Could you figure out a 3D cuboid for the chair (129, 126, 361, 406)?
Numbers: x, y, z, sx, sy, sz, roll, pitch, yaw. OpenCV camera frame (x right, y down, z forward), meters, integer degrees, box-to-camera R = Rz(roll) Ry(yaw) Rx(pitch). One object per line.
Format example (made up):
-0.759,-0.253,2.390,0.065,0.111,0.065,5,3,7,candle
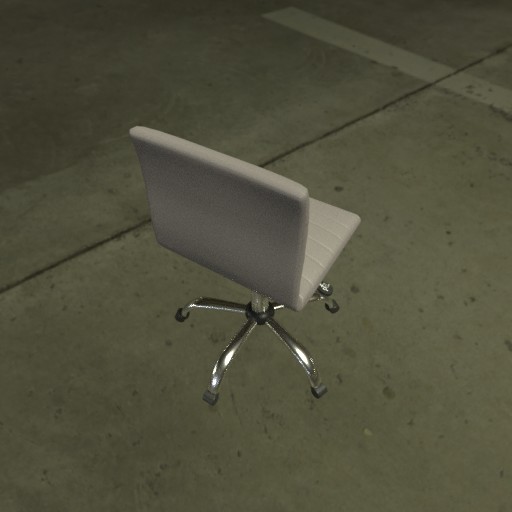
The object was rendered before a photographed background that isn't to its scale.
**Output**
0.000,0.000,1.157,0.556,0.780,0.530,24,51,22,chair
